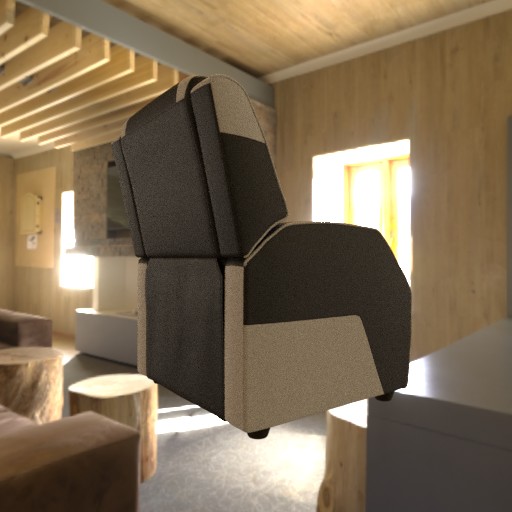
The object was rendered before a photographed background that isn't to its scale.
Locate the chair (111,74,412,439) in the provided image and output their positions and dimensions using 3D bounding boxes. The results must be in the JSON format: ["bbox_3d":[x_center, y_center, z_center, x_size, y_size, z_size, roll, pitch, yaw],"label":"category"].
[{"bbox_3d":[0.000,0.000,1.310,0.672,0.805,0.620,0,0,-36],"label":"chair"}]
